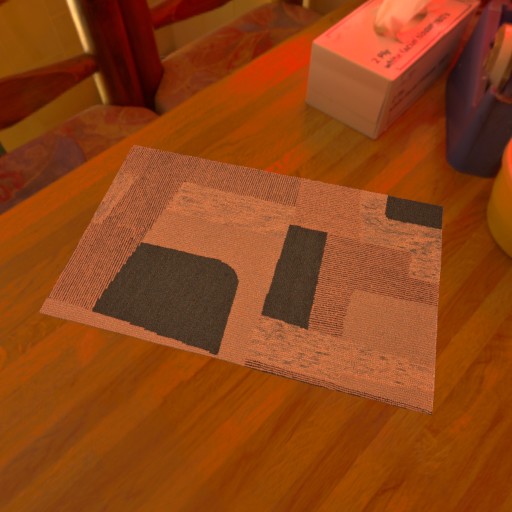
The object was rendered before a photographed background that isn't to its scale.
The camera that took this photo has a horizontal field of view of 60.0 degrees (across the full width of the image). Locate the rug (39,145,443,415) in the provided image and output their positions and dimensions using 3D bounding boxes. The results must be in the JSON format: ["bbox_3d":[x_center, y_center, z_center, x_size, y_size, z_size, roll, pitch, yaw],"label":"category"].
[{"bbox_3d":[0.000,0.000,3.016,2.436,0.015,1.521,13,59,8],"label":"rug"}]
